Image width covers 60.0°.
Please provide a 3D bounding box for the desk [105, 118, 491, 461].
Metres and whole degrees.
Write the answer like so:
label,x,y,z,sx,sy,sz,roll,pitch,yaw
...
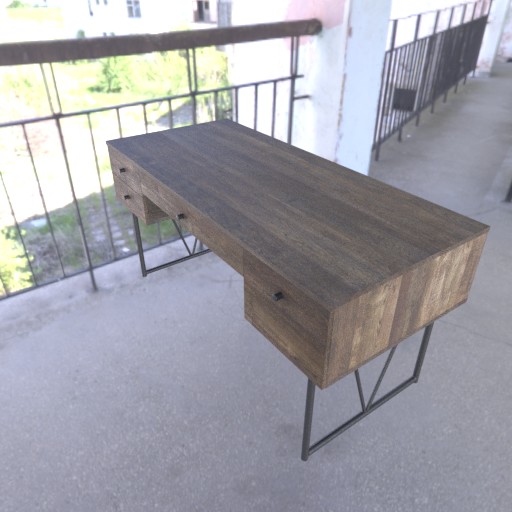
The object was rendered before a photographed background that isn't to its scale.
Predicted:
label,x,y,z,sx,sy,sz,roll,pitch,yaw
desk,0.000,0.000,2.018,0.730,0.780,1.600,-21,38,-29
